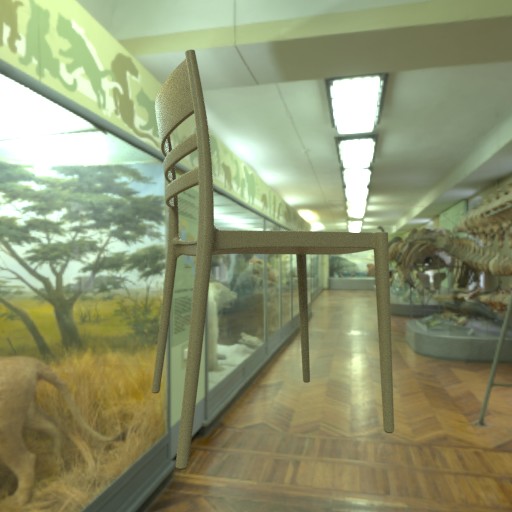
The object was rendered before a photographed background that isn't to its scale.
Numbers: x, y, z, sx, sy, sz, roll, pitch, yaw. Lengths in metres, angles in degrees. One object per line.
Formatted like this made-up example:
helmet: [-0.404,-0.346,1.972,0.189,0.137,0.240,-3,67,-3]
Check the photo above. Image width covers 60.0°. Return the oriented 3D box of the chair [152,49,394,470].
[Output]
chair: [0.000,0.000,1.146,0.511,0.800,0.531,0,-1,-18]
